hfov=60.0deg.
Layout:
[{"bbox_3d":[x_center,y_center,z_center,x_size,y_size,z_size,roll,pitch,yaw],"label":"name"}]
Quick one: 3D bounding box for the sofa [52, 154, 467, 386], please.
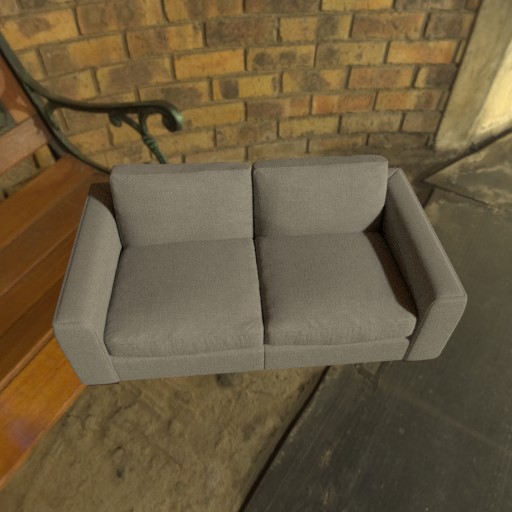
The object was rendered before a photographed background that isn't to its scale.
[{"bbox_3d":[0.000,0.000,2.441,1.920,0.800,1.069,-3,47,-3],"label":"sofa"}]
